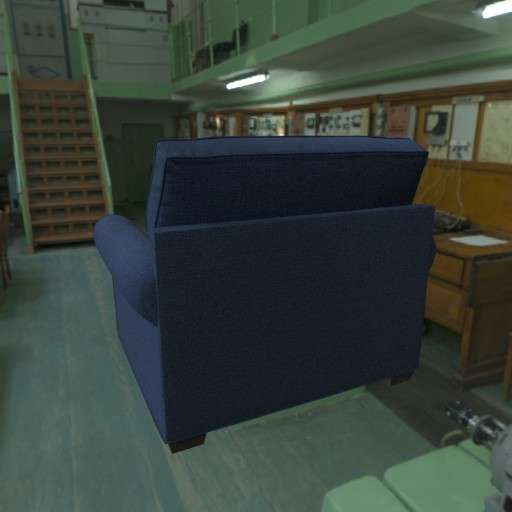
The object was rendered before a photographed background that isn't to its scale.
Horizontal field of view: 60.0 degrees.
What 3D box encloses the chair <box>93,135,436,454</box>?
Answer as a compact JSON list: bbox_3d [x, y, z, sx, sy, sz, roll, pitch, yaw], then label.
[{"bbox_3d":[0.000,0.000,1.983,1.285,1.044,0.963,-7,17,-25],"label":"chair"}]
